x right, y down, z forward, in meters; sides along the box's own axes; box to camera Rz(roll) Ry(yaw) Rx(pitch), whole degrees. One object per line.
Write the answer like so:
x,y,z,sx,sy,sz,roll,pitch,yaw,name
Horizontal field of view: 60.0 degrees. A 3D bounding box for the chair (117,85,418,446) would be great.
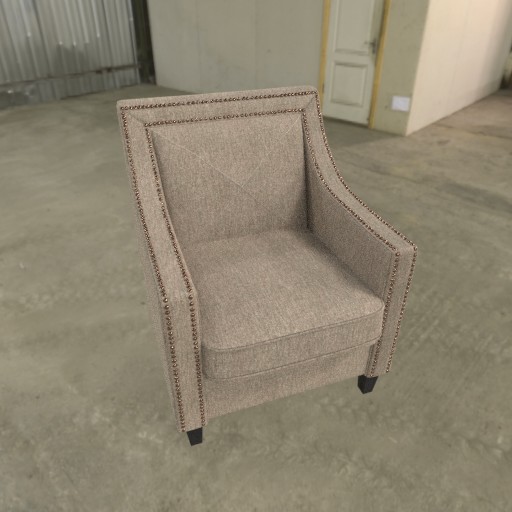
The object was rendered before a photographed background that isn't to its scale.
0.000,0.000,1.596,0.776,0.967,0.884,-11,34,-16,chair
